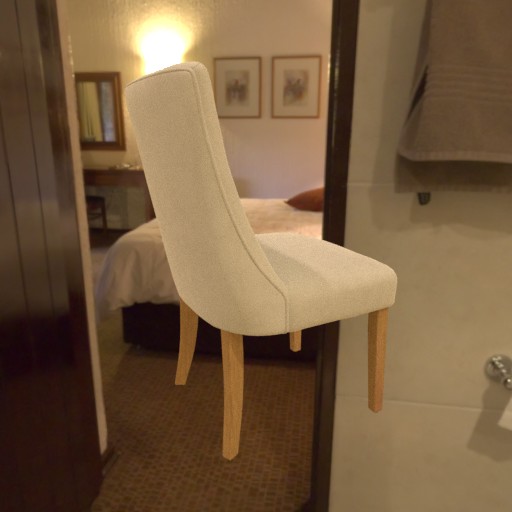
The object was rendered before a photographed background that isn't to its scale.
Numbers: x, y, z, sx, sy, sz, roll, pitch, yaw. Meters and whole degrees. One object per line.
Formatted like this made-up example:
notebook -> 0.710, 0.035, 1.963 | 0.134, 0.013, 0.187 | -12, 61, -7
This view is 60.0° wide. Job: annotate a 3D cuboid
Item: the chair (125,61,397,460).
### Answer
chair -> 0.000, 0.000, 1.220 | 0.610, 0.902, 0.495 | -8, 17, -27
